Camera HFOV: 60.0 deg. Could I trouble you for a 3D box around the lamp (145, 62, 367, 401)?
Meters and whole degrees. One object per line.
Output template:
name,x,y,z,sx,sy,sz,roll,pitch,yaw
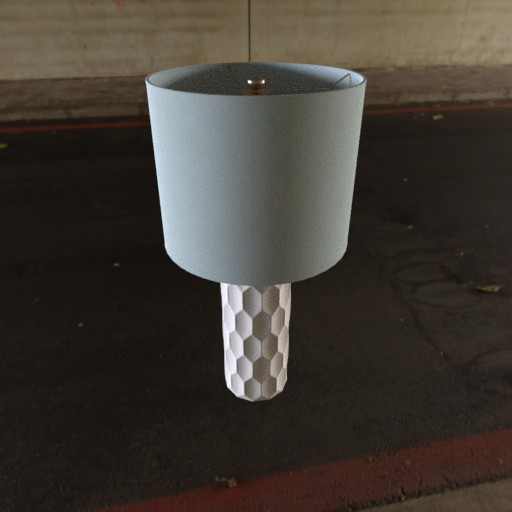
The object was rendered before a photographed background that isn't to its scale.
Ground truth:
lamp,0.000,0.000,0.701,0.277,0.534,0.277,11,32,18
